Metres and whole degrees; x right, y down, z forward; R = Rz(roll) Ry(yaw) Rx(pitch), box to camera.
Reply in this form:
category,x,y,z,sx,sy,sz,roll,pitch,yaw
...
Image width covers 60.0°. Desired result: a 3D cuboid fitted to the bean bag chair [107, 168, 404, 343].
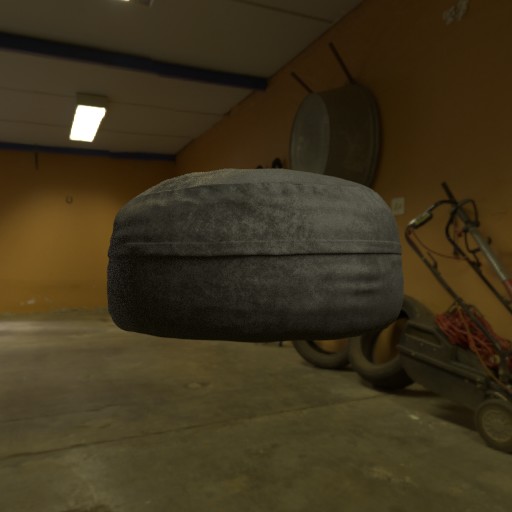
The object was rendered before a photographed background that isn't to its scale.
category,x,y,z,sx,sy,sz,roll,pitch,yaw
bean bag chair,0.000,0.000,2.410,1.525,0.751,1.525,0,-1,0
